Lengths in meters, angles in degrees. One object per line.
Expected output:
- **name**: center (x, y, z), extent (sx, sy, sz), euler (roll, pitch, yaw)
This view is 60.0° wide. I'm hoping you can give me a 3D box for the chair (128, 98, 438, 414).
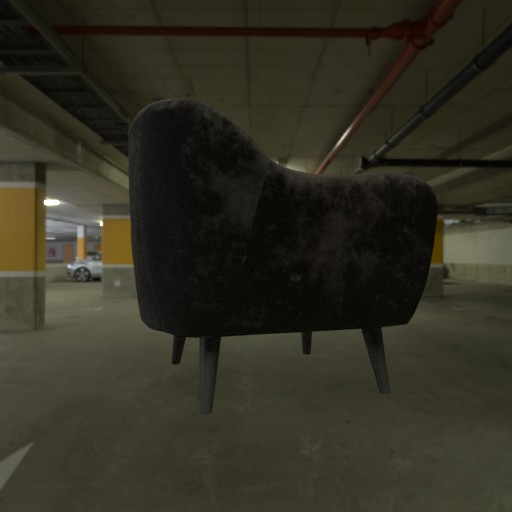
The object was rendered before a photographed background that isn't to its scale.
- **chair**: center (0.000, 0.000, 1.477), extent (0.819, 0.807, 0.840), euler (0, 0, -18)
